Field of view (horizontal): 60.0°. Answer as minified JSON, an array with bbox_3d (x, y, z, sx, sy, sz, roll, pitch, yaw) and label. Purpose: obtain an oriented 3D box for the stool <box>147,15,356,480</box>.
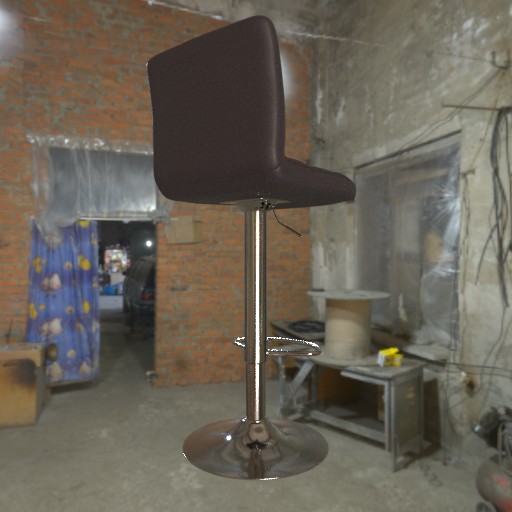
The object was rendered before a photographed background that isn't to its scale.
[{"bbox_3d":[0.000,0.000,1.306,0.430,1.115,0.505,0,0,36],"label":"stool"}]
